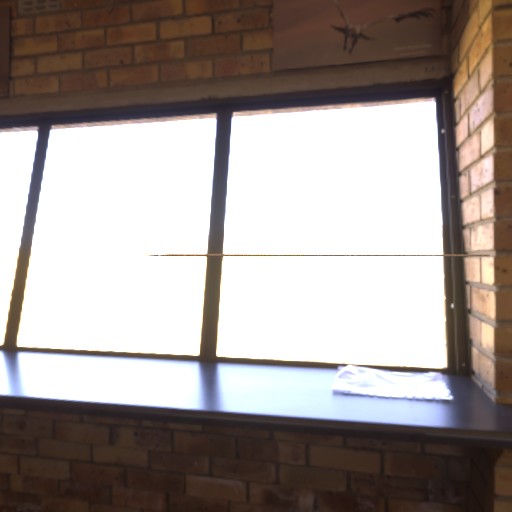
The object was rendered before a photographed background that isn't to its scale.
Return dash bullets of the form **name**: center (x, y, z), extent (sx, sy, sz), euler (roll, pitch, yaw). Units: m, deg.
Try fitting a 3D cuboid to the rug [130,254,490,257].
- **rug**: center (0.000, 0.000, 3.018), extent (1.529, 0.009, 2.446), euler (0, 0, -19)
